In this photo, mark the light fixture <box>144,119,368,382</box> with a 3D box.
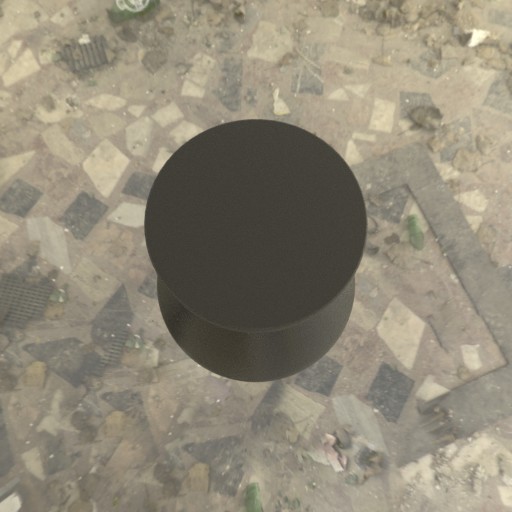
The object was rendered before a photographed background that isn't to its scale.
[{"bbox_3d":[0.000,0.000,0.363,0.200,0.183,0.200,0,75,0],"label":"light fixture"}]
